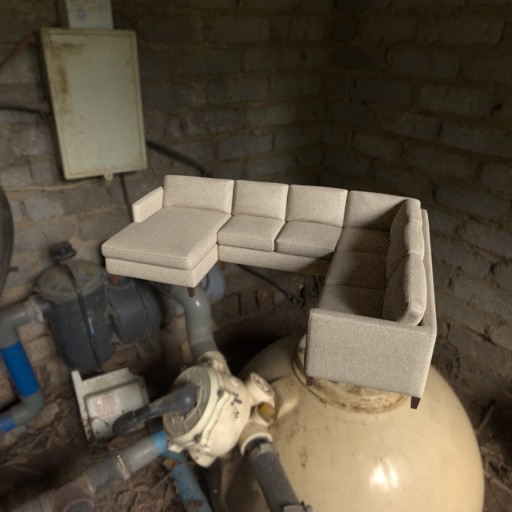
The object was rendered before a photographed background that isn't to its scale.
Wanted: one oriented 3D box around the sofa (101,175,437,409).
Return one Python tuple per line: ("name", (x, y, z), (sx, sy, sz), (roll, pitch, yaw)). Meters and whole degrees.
("sofa", (0.000, 0.000, 4.723), (3.460, 0.959, 2.593), (8, 28, 15))
